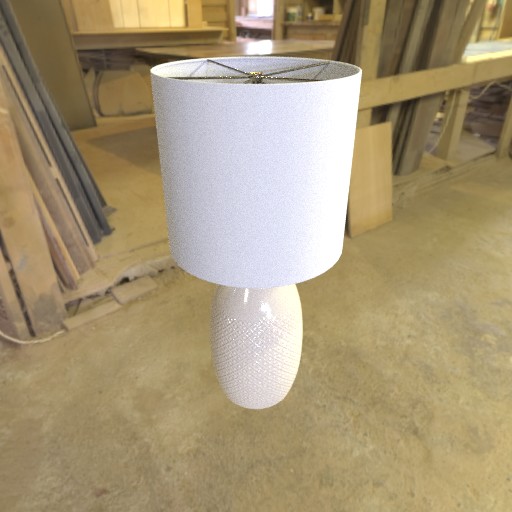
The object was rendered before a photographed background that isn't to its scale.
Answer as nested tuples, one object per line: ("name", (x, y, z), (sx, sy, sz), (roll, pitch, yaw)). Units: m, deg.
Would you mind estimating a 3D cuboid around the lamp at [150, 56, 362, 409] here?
("lamp", (0.000, 0.000, 0.575), (0.217, 0.453, 0.217), (-20, 35, -31))
